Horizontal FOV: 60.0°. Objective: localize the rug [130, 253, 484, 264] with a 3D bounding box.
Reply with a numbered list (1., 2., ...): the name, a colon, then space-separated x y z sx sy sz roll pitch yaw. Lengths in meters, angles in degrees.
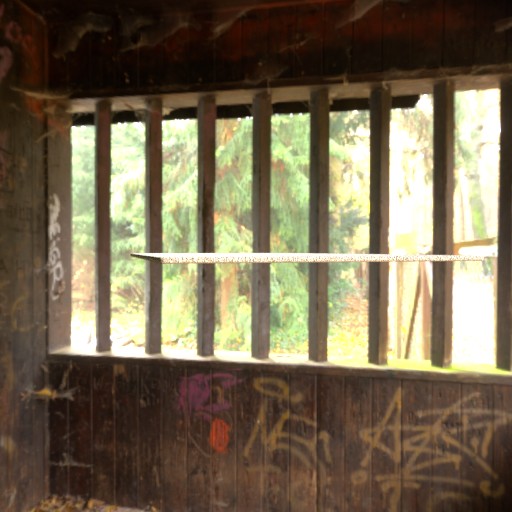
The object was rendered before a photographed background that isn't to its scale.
1. rug: 0.000 0.000 3.477 1.778 0.030 2.743 0 1 -18
